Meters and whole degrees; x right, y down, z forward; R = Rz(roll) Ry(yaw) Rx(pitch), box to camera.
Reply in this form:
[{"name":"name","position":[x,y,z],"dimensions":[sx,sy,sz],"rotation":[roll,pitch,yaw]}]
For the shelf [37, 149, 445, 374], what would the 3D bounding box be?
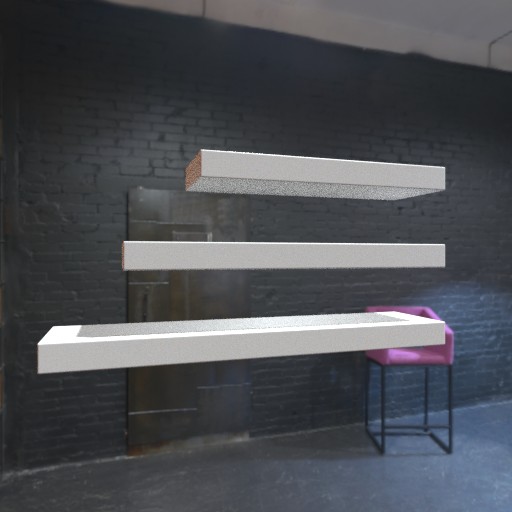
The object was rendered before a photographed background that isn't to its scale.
[{"name":"shelf","position":[0.000,0.000,0.705],"dimensions":[0.610,0.293,0.140],"rotation":[0,0,-17]}]
